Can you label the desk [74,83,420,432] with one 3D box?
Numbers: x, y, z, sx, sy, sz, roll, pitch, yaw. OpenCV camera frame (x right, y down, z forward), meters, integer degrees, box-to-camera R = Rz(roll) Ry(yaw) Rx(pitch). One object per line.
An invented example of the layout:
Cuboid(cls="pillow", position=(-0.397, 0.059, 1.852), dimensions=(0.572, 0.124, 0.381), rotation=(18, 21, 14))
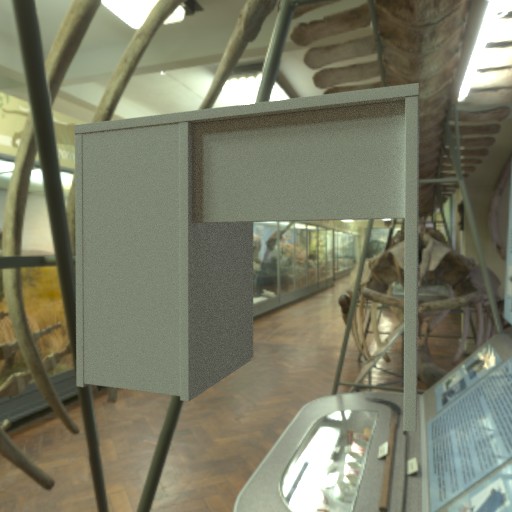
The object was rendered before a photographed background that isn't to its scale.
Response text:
Cuboid(cls="desk", position=(0.000, 0.000, 1.306), dimensions=(0.898, 0.730, 0.482), rotation=(0, 1, 20))
